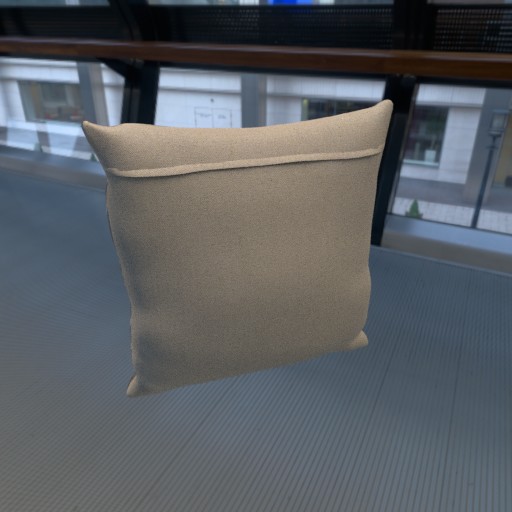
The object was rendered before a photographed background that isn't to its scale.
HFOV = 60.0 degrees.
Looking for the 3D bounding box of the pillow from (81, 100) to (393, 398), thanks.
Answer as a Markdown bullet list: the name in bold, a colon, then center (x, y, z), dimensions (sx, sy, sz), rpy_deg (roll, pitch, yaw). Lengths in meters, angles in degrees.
- **pillow**: center (0.000, 0.000, 0.682), dimensions (0.440, 0.441, 0.182), rpy_deg (-9, 28, -17)
